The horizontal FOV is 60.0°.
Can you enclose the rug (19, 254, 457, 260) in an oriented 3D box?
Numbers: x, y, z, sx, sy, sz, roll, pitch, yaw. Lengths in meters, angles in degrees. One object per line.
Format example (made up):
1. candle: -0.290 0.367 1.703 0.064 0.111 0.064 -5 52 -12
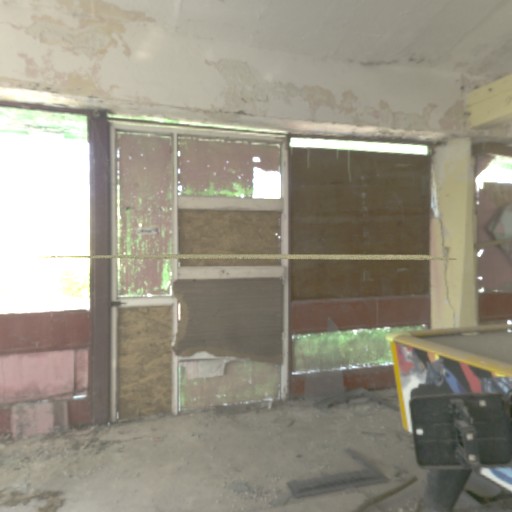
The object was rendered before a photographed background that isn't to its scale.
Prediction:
1. rug: 0.000 0.000 4.219 3.201 0.014 2.437 0 1 17
